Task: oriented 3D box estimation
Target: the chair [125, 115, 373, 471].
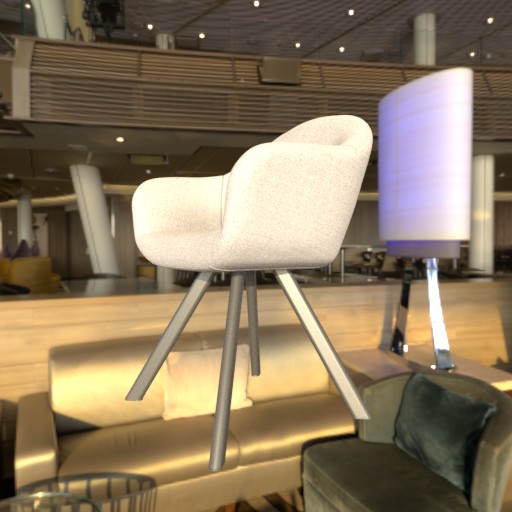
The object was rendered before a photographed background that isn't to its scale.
[{"bbox_3d":[0.000,0.000,1.181,0.550,0.795,0.590,-1,1,-35],"label":"chair"}]
